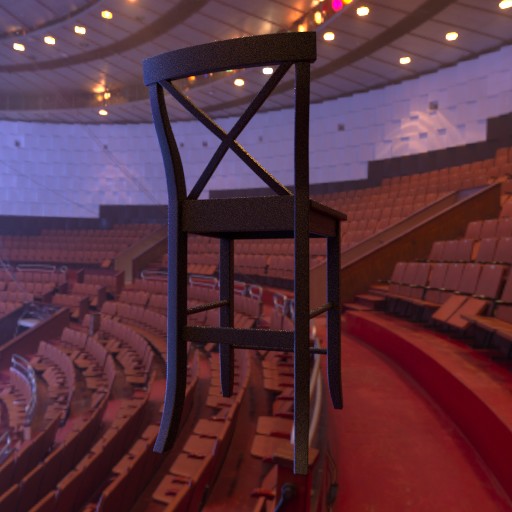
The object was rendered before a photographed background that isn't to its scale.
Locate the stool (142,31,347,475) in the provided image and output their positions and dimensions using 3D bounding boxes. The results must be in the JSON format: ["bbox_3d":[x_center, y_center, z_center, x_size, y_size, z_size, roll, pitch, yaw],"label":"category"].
[{"bbox_3d":[0.000,0.000,1.270,0.452,0.989,0.559,0,-1,19],"label":"stool"}]
